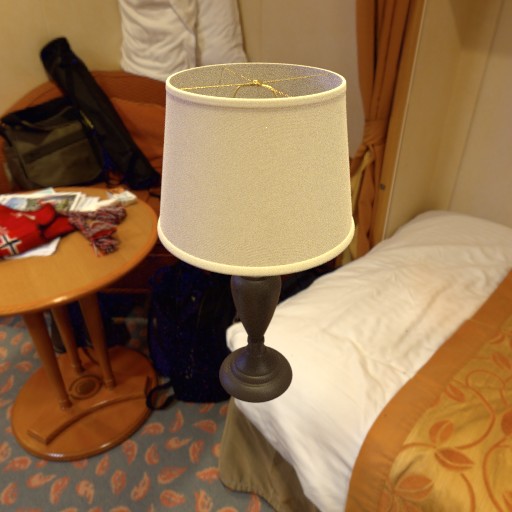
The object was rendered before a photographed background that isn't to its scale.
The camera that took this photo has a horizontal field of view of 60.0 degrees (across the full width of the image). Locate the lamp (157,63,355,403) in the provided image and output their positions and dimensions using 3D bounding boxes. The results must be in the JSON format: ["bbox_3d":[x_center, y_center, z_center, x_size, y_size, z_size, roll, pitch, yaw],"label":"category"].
[{"bbox_3d":[0.000,0.000,0.806,0.335,0.611,0.335,0,33,0],"label":"lamp"}]
